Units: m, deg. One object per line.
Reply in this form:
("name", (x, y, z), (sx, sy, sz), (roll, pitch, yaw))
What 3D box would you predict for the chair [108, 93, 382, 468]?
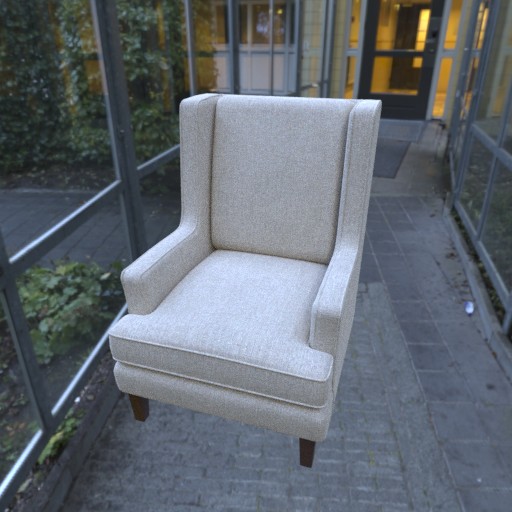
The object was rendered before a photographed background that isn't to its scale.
("chair", (0.000, 0.000, 1.711), (0.764, 1.082, 0.948), (8, 27, 16))
